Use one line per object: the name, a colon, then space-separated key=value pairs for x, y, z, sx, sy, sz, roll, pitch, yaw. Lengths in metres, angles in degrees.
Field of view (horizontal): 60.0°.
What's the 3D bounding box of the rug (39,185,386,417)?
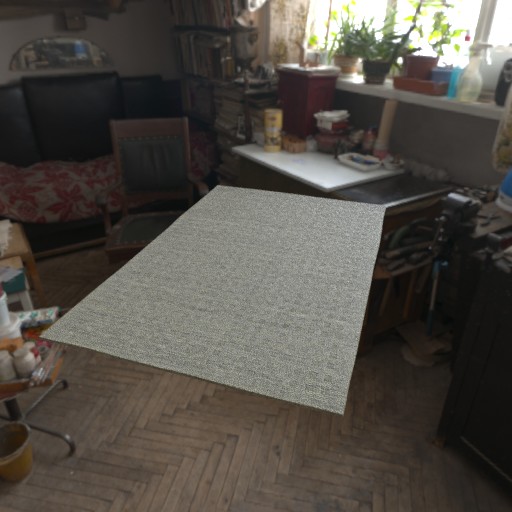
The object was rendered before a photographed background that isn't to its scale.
rug: x=0.000 y=0.000 z=2.962 sx=1.532 sy=0.018 sz=2.297 roll=9 pitch=31 yaw=16
